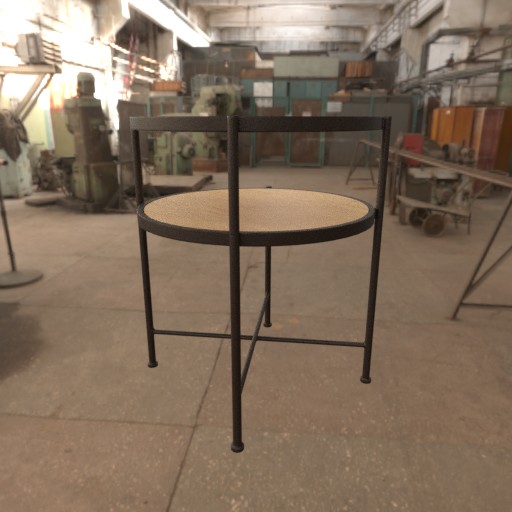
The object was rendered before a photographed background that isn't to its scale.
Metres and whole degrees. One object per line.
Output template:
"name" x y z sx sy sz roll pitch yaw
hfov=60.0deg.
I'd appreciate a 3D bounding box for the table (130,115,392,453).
"table" 0.000 0.000 1.139 0.629 0.684 0.628 2 17 7
